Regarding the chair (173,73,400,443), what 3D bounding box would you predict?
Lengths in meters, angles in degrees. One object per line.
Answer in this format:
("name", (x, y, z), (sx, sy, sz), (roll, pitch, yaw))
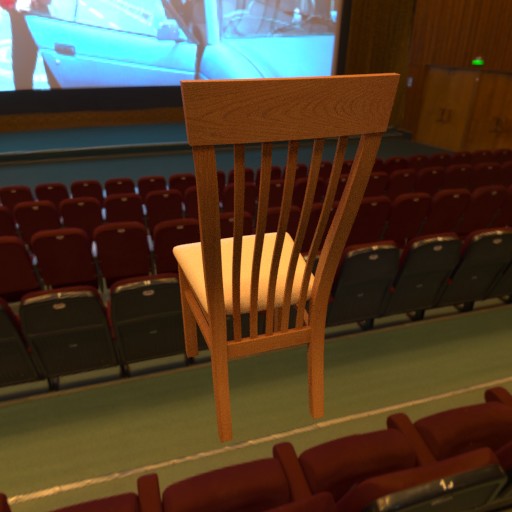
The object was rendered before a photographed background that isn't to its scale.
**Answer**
("chair", (0.000, 0.000, 1.328), (0.450, 1.050, 0.580), (-8, 29, -15))
